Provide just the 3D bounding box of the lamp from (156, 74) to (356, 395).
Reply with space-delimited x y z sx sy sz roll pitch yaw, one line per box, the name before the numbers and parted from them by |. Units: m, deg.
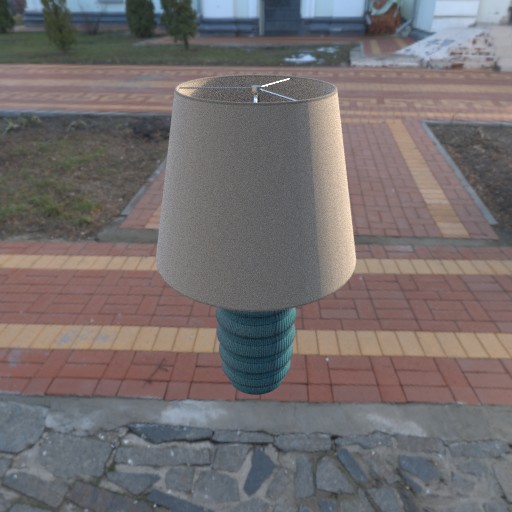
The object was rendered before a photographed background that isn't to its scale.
lamp | 0.000 0.000 0.804 0.355 0.582 0.355 0 30 0
